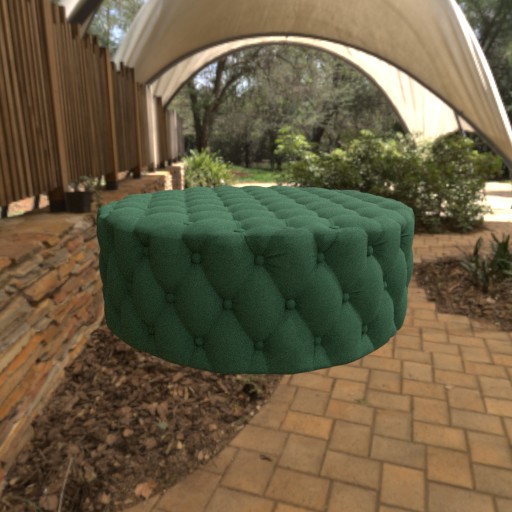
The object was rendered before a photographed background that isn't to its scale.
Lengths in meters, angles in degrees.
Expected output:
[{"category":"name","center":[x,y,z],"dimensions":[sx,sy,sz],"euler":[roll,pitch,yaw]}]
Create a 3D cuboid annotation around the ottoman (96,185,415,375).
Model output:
[{"category":"ottoman","center":[0.000,0.000,1.479],"dimensions":[0.998,0.399,0.998],"euler":[0,15,0]}]
